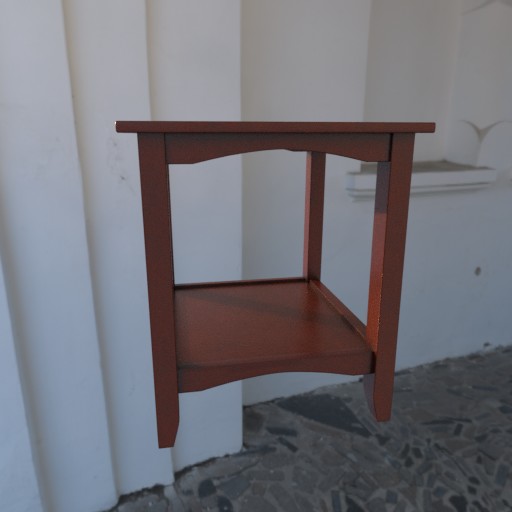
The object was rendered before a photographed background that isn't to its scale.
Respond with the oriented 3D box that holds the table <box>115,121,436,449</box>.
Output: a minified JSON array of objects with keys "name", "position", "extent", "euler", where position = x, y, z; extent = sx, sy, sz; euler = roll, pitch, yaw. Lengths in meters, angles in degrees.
[{"name":"table","position":[0.000,0.000,0.984],"extent":[0.522,0.558,0.523],"euler":[-2,15,-8]}]
